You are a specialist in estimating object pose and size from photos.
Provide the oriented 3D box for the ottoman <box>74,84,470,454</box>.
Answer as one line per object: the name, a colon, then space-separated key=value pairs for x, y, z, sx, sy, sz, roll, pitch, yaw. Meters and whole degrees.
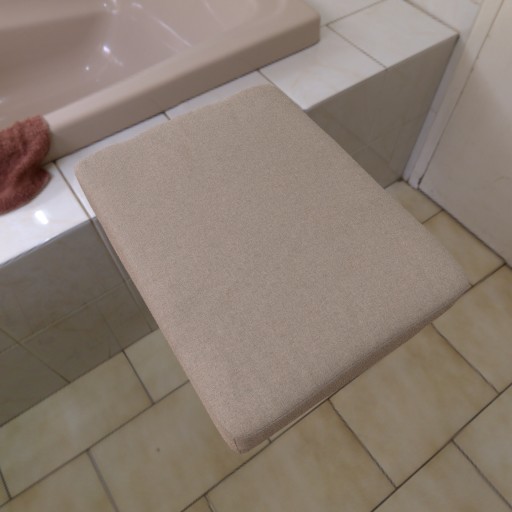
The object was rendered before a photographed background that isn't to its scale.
ottoman: x=0.000 y=0.000 z=1.316 sx=0.692 sy=0.511 sz=0.902 roll=-29 pitch=63 yaw=-17
